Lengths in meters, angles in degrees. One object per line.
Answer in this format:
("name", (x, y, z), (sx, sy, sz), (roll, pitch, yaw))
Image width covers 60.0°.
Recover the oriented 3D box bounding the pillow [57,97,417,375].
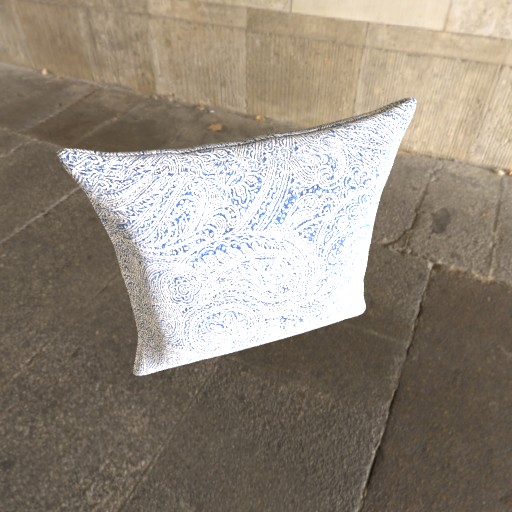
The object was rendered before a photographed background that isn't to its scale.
("pillow", (0.000, 0.000, 0.783), (0.523, 0.510, 0.166), (-13, 44, -13))
